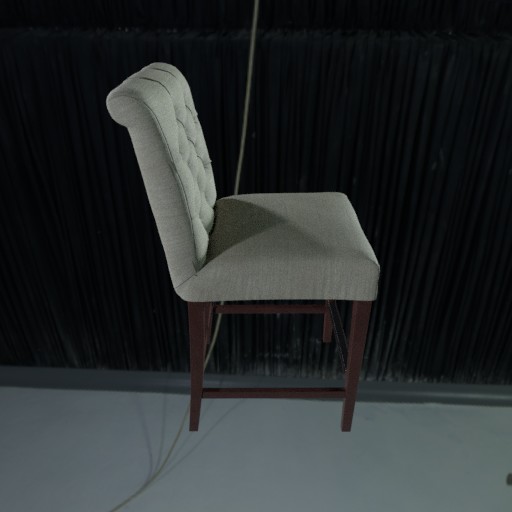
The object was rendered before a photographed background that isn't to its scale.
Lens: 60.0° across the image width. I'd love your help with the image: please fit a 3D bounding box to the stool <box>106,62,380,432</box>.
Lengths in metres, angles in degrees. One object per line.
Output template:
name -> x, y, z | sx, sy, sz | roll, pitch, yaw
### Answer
stool -> 0.000, 0.000, 1.396 | 0.660, 1.084, 0.486 | 0, 31, 0
